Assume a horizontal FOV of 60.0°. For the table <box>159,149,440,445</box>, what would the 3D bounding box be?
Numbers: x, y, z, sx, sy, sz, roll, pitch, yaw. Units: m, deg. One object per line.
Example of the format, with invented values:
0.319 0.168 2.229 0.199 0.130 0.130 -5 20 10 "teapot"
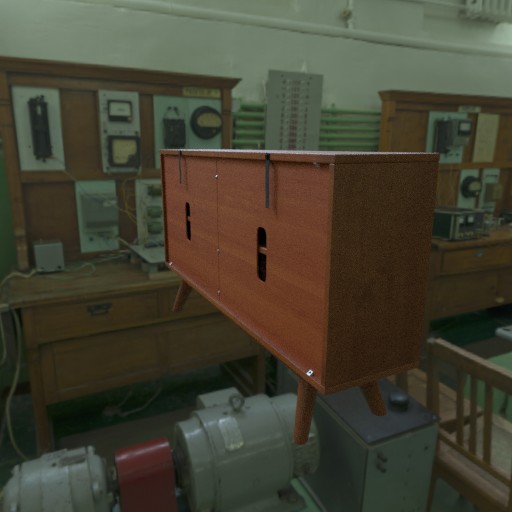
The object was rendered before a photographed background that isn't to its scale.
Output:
0.000 0.000 1.508 0.308 0.698 1.220 -7 16 -26 "table"
